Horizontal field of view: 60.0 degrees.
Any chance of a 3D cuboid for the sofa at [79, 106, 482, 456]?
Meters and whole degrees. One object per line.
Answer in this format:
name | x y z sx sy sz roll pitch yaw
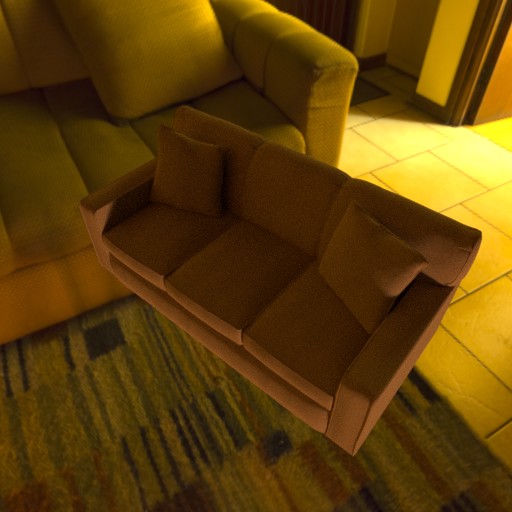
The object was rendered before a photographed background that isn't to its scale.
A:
sofa | 0.000 0.000 2.560 2.024 0.958 0.997 31 53 27
